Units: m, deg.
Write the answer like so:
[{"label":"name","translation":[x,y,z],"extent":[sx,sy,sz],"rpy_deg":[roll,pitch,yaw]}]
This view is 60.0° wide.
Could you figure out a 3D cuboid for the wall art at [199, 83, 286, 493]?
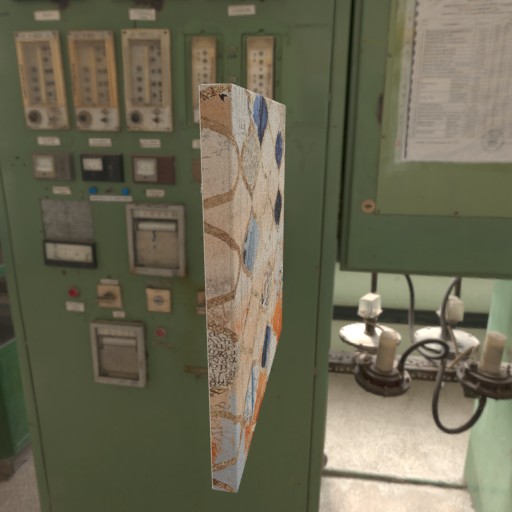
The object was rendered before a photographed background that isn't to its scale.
[{"label":"wall art","translation":[0.000,0.000,0.756],"extent":[0.038,0.508,0.507],"rpy_deg":[3,17,9]}]
